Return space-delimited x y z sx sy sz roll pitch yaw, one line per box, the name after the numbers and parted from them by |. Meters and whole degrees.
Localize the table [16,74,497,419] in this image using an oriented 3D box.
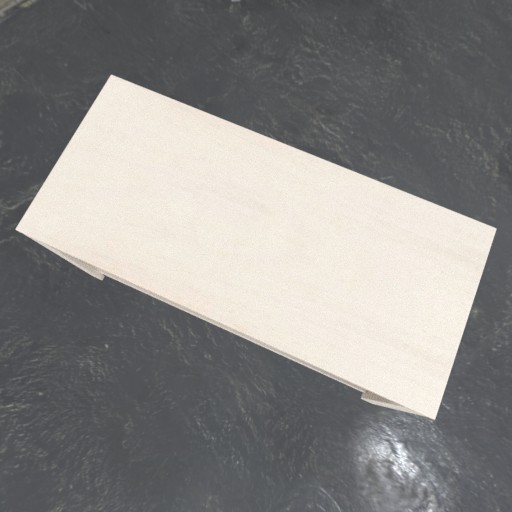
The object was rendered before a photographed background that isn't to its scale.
0.000 0.000 1.258 1.016 0.483 0.457 23 76 6 | table
